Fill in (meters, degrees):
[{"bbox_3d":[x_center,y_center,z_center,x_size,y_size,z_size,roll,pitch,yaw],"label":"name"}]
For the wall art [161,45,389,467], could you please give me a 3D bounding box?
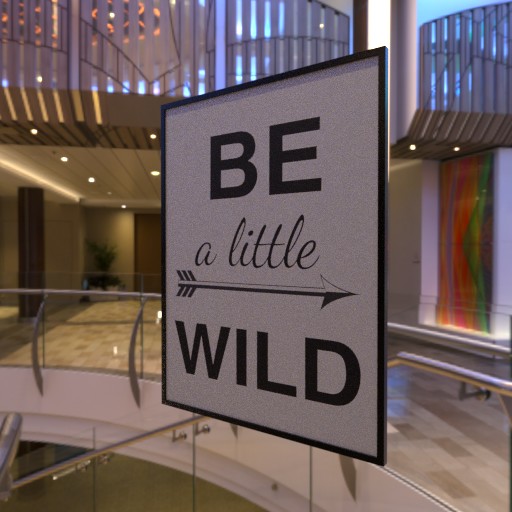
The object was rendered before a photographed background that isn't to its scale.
[{"bbox_3d":[0.000,0.000,0.743,0.442,0.582,0.013,1,1,35],"label":"wall art"}]
